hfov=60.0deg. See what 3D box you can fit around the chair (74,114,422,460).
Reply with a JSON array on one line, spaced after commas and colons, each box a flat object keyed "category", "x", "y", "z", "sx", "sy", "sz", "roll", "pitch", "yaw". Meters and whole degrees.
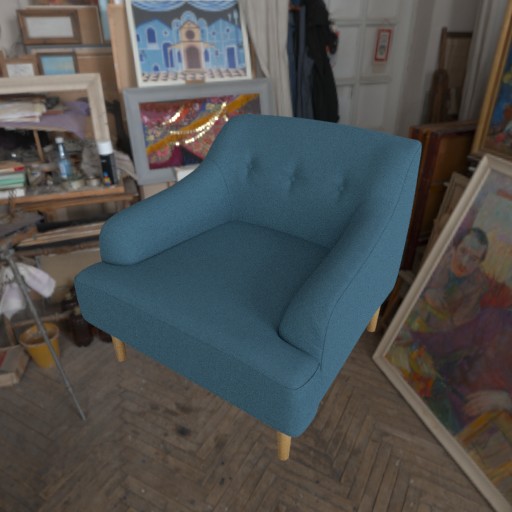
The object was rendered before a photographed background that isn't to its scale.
[{"category": "chair", "x": 0.000, "y": 0.000, "z": 1.631, "sx": 0.946, "sy": 0.818, "sz": 0.951, "roll": 19, "pitch": 35, "yaw": 30}]
